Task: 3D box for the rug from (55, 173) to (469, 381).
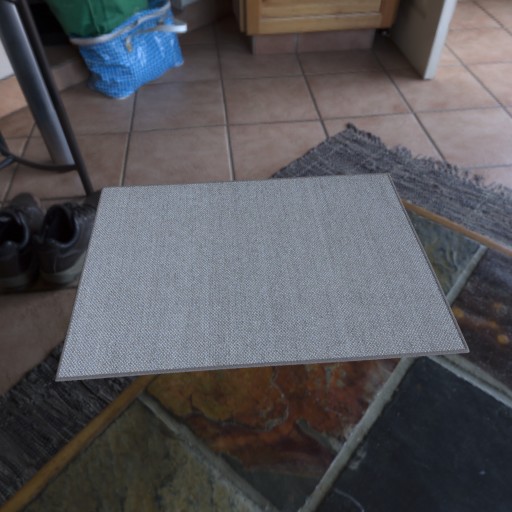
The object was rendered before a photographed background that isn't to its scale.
[{"bbox_3d":[0.000,0.000,2.750,2.115,0.013,1.517,-3,48,-3],"label":"rug"}]
